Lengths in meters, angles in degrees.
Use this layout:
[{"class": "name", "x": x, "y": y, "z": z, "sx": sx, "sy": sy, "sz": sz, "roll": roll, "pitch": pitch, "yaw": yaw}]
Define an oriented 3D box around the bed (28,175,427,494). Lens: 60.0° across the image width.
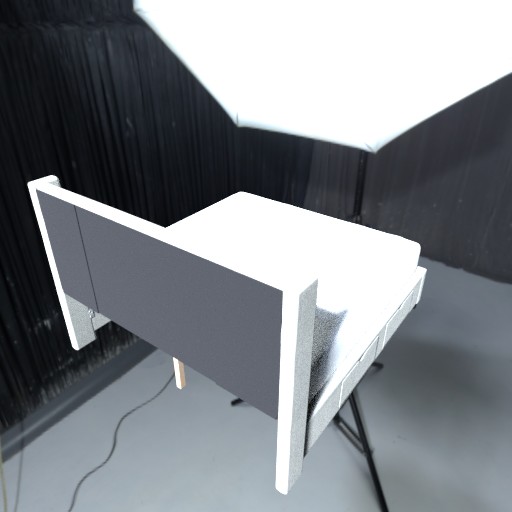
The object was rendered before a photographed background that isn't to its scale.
[{"class": "bed", "x": 0.000, "y": 0.000, "z": 3.572, "sx": 2.140, "sy": 1.470, "sz": 2.280, "roll": 21, "pitch": 36, "yaw": 31}]
